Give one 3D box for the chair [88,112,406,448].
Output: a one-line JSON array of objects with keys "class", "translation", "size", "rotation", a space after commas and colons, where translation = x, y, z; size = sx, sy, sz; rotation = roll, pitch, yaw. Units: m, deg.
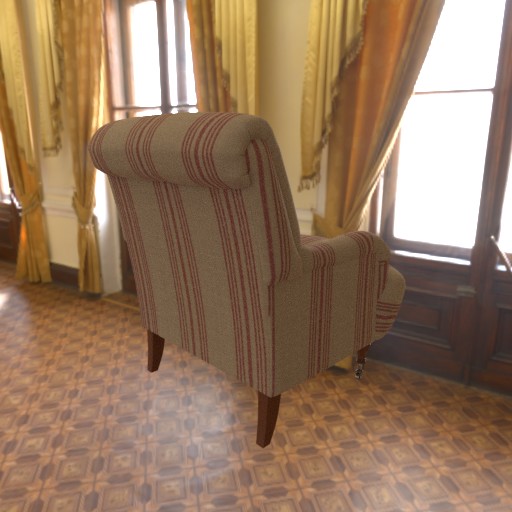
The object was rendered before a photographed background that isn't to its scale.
[{"class": "chair", "translation": [0.000, 0.000, 1.883], "size": [1.058, 1.123, 0.933], "rotation": [-14, 20, -43]}]
